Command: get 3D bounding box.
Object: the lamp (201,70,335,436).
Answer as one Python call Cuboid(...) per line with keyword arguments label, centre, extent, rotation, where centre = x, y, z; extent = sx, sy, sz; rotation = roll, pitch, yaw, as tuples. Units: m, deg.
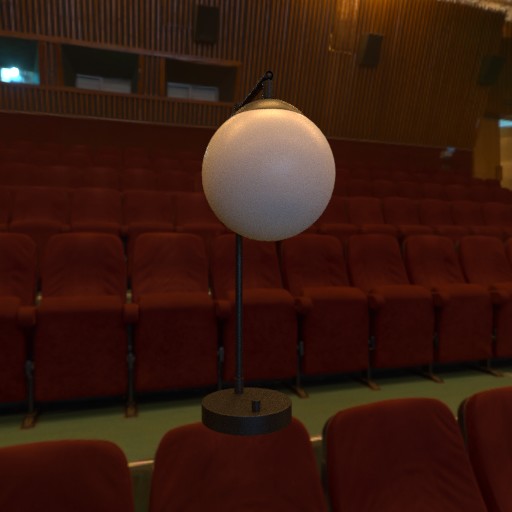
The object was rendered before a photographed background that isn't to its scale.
Cuboid(label="lamp", centre=(0.000, 0.000, 0.718), extent=(0.197, 0.559, 0.316), rotation=(0, -1, -18))
